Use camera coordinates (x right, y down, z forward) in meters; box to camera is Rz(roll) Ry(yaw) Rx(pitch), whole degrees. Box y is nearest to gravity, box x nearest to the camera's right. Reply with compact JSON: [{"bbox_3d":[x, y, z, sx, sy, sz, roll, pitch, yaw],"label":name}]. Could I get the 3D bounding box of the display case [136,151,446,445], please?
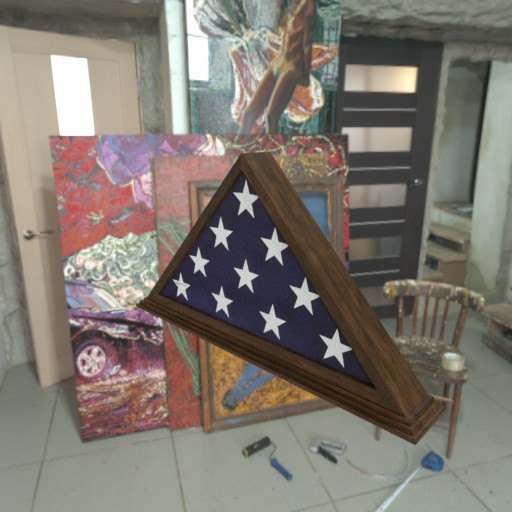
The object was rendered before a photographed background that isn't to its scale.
[{"bbox_3d":[0.000,0.000,0.747,0.640,0.340,0.095,15,22,42],"label":"display case"}]
